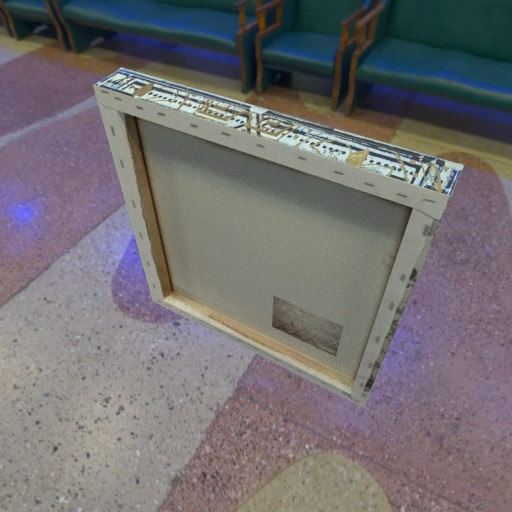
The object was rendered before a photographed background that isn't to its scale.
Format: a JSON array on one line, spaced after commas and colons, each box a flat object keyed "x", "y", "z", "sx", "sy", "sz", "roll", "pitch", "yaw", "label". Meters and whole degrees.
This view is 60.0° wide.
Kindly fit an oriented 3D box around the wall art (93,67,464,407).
[{"x": 0.000, "y": 0.000, "z": 0.451, "sx": 0.302, "sy": 0.306, "sz": 0.038, "roll": 23, "pitch": 51, "yaw": 20, "label": "wall art"}]
